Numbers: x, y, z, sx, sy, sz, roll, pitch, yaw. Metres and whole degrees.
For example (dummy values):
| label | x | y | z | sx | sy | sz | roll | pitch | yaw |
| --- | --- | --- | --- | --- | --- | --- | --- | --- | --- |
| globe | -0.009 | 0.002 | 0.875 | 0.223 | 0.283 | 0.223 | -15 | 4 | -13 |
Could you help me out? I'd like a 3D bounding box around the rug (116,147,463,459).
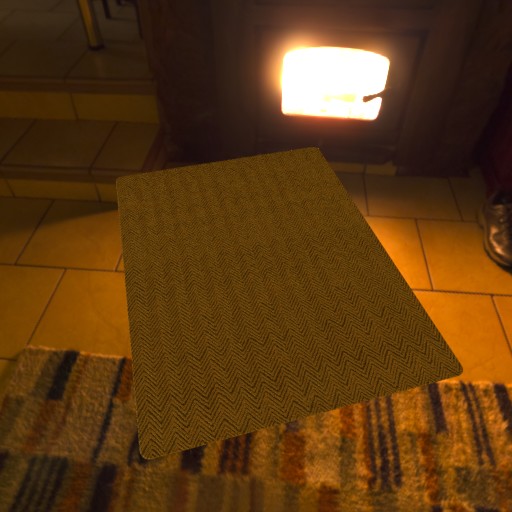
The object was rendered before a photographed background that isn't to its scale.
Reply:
| label | x | y | z | sx | sy | sz | roll | pitch | yaw |
| --- | --- | --- | --- | --- | --- | --- | --- | --- | --- |
| rug | 0.000 | 0.000 | 4.203 | 2.439 | 0.014 | 3.207 | -11 | 48 | -10 |
